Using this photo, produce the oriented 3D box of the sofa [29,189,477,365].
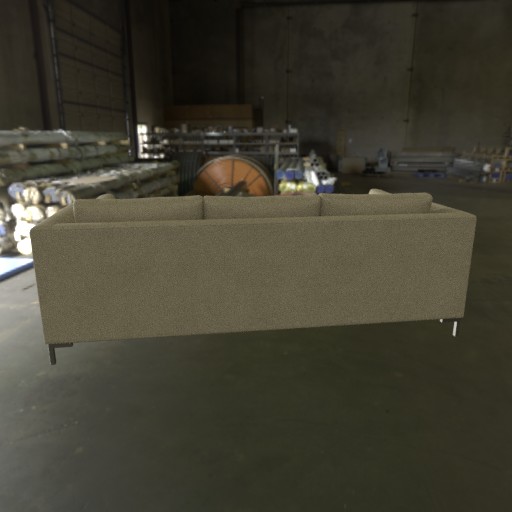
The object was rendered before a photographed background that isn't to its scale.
[{"bbox_3d":[0.000,0.000,2.898,2.415,0.867,0.969,-2,16,-8],"label":"sofa"}]
